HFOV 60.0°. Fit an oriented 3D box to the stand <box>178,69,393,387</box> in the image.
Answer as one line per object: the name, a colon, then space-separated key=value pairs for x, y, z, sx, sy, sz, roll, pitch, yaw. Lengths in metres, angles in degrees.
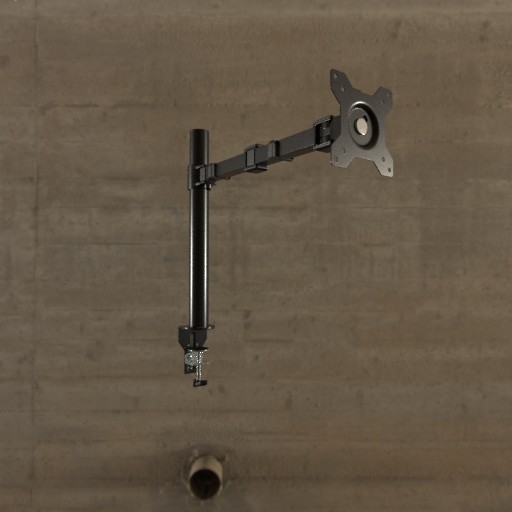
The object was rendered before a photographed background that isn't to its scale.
stand: x=0.000 y=0.000 z=0.730 sx=0.115 sy=0.510 sz=0.456 roll=1 pitch=-2 yaw=-36
